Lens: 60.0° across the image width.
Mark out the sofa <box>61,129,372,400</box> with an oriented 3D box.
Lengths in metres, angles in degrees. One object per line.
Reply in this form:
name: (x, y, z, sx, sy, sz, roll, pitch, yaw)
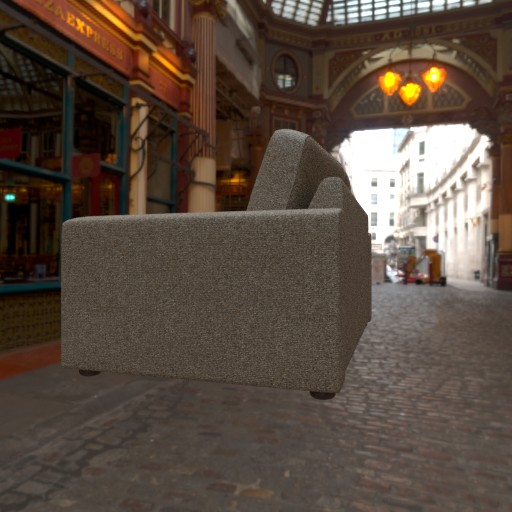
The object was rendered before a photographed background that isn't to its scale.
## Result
sofa: (0.000, 0.000, 2.181, 1.016, 0.873, 1.616, 0, 0, 18)
